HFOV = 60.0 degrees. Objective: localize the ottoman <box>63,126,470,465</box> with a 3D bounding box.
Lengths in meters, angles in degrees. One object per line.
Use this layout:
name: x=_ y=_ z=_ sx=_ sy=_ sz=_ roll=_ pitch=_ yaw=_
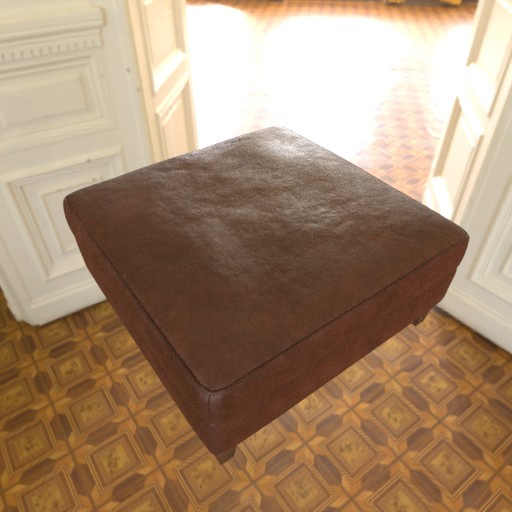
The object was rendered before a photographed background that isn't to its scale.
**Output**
ottoman: x=0.000 y=0.000 z=1.316 sx=0.844 sy=0.415 sz=0.836 roll=-26 pitch=48 yaw=-26
